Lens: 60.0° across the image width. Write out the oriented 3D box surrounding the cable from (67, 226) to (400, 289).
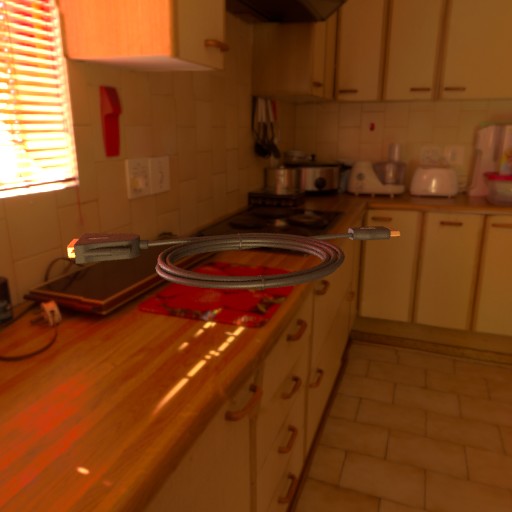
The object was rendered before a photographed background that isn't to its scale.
[{"bbox_3d":[0.000,0.000,0.331,0.281,0.015,0.136,-3,17,-9],"label":"cable"}]
